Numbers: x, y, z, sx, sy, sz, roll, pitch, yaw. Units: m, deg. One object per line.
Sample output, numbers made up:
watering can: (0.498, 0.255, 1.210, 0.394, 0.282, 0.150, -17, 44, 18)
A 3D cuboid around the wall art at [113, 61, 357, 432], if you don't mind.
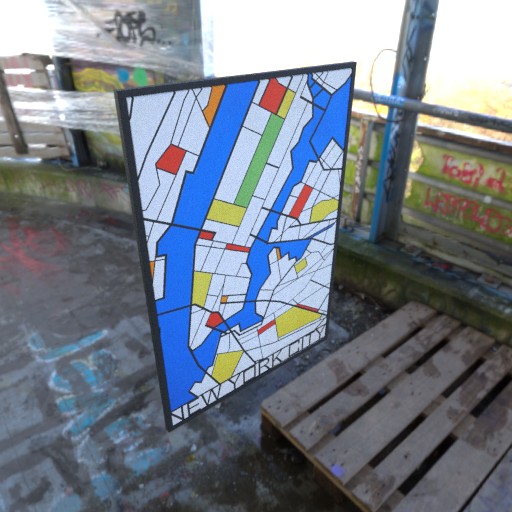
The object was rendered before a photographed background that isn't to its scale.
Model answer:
wall art: (0.000, 0.000, 0.858, 0.460, 0.660, 0.013, -22, 37, -32)
